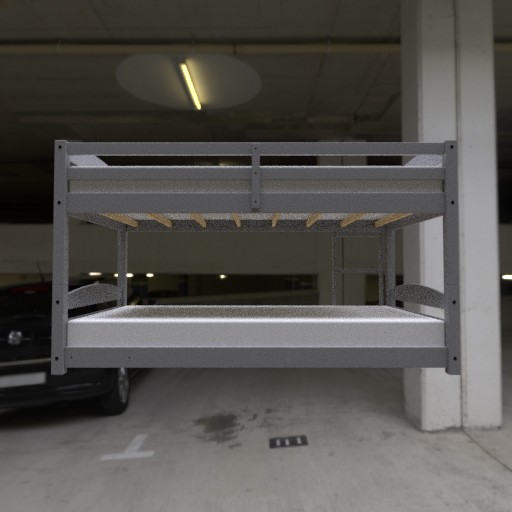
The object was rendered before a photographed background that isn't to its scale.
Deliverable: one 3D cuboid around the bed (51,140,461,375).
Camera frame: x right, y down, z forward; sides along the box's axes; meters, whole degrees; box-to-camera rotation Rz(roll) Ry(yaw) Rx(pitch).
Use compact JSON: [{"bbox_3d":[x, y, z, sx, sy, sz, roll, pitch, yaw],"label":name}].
[{"bbox_3d":[0.000,0.000,2.744,2.013,1.206,1.105,0,-2,0],"label":"bed"}]
